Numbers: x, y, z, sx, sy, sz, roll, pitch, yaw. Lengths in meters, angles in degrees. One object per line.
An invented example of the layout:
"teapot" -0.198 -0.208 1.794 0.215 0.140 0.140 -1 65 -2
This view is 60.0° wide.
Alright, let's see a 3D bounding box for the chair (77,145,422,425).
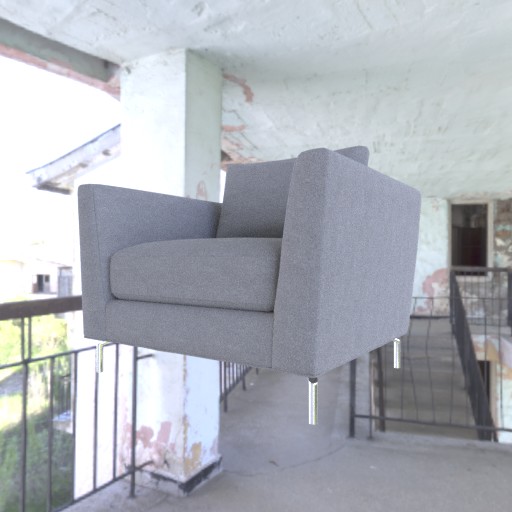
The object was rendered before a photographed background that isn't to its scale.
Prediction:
"chair" 0.000 0.000 1.711 1.041 0.864 0.889 0 0 35
